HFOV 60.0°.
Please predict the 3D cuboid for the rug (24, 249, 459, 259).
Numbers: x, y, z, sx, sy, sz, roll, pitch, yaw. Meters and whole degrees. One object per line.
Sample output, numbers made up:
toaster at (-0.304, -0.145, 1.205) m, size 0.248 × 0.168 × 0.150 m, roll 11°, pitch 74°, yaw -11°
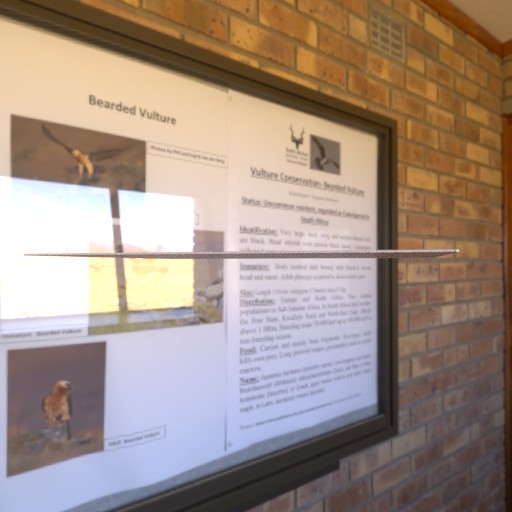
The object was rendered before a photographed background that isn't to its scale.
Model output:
rug at (0.000, 0.000, 3.688) m, size 2.878 × 0.014 × 2.005 m, roll 0°, pitch -1°, yaw 18°
